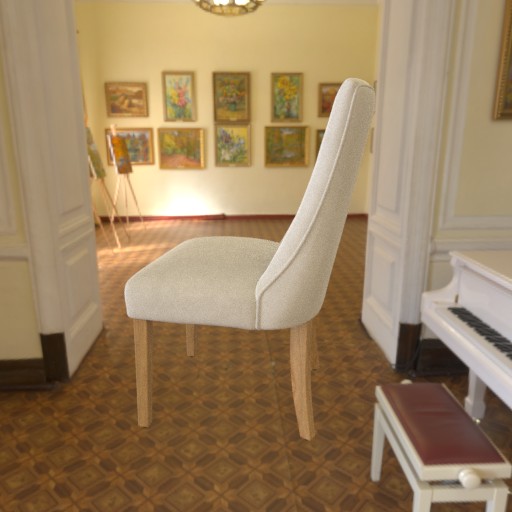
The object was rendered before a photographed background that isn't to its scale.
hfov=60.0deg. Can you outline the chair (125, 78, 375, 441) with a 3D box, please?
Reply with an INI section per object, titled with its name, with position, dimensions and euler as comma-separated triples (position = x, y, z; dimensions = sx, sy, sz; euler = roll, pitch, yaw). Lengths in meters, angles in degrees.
[chair]
position = 0.000, 0.000, 1.283
dimensions = 0.610, 0.902, 0.495
euler = 2, 15, 9
